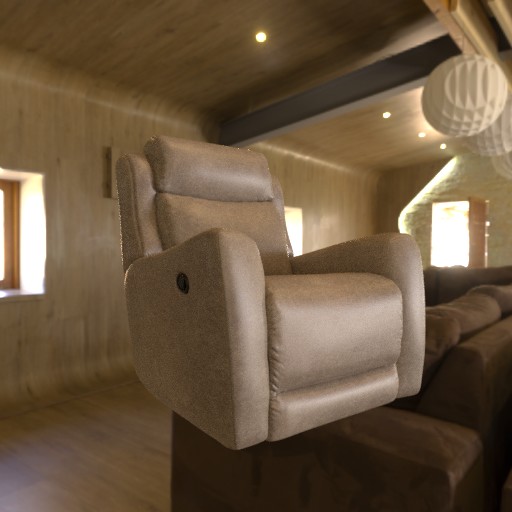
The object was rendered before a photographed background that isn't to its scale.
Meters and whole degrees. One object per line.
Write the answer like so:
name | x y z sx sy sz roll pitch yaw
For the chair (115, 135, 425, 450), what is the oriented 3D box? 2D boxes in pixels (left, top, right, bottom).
chair | 0.000 0.000 1.901 0.965 1.116 1.068 0 0 -36
